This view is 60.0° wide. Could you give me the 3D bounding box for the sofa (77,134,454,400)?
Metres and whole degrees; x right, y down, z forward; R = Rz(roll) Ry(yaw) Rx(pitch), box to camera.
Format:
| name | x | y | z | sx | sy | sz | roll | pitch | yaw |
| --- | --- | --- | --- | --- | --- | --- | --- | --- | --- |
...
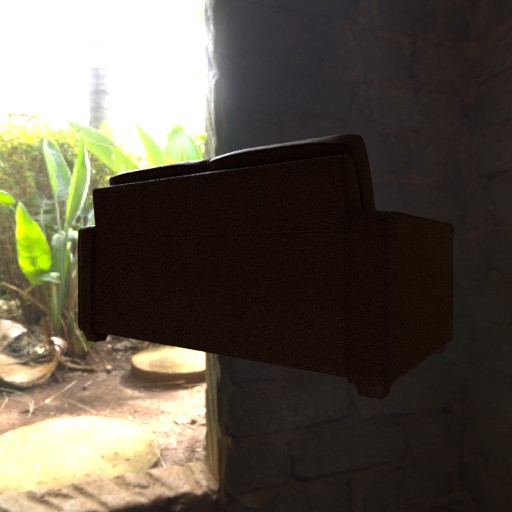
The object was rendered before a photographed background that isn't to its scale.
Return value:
| name | x | y | z | sx | sy | sz | roll | pitch | yaw |
| --- | --- | --- | --- | --- | --- | --- | --- | --- | --- |
| sofa | 0.000 | 0.000 | 2.247 | 1.709 | 0.918 | 0.947 | 1 | 1 | 36 |
